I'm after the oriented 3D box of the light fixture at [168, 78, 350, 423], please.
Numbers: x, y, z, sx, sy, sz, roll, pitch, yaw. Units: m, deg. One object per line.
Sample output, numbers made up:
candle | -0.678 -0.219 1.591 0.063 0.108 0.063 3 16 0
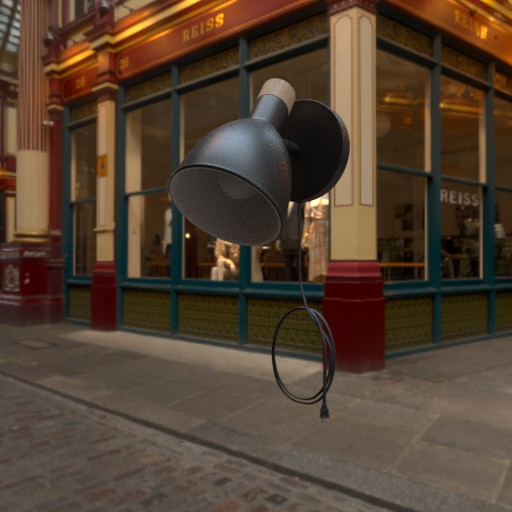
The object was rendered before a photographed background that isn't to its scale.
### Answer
light fixture | 0.000 0.000 0.482 0.127 0.401 0.203 0 0 37
